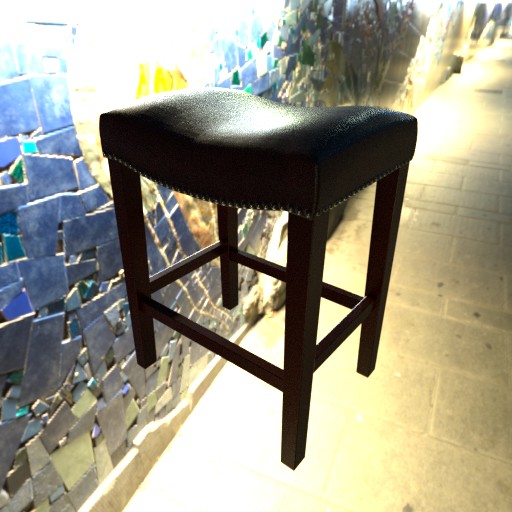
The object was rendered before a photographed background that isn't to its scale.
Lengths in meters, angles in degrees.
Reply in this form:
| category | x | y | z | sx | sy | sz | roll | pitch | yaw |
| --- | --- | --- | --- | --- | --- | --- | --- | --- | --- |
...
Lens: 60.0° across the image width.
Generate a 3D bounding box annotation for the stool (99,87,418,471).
| category | x | y | z | sx | sy | sz | roll | pitch | yaw |
| --- | --- | --- | --- | --- | --- | --- | --- | --- | --- |
| stool | 0.000 | 0.000 | 0.980 | 0.504 | 0.657 | 0.372 | 21 | 35 | 33 |
